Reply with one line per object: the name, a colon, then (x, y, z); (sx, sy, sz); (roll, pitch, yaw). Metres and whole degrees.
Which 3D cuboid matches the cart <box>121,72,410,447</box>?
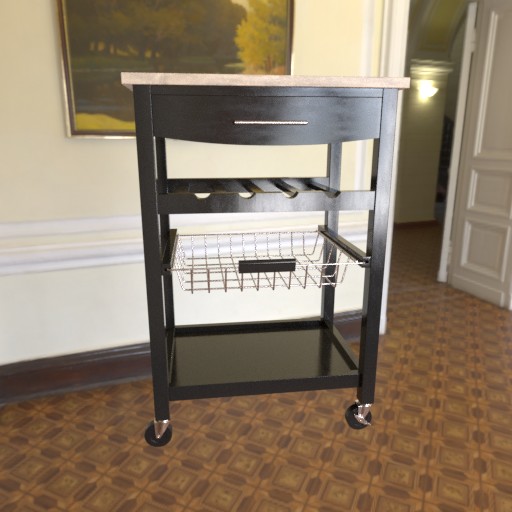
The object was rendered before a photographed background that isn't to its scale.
cart: (0.000, 0.000, 1.165); (0.584, 0.839, 0.403); (-2, 15, -7)
